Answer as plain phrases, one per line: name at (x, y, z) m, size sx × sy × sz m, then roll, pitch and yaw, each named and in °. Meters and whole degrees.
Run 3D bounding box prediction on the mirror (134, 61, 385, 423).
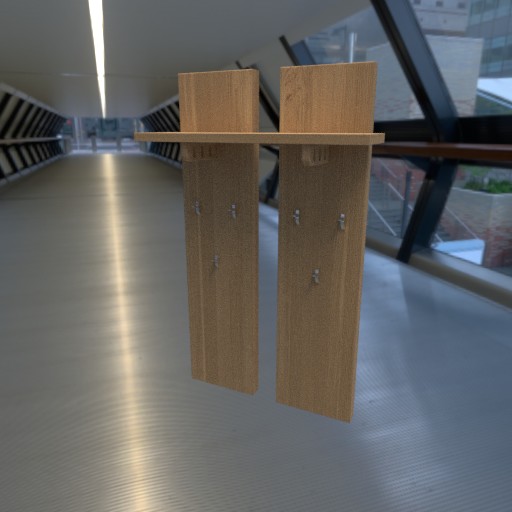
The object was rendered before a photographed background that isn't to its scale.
mirror at (0.000, 0.000, 1.569) m, size 0.800 × 1.250 × 0.260 m, roll 8°, pitch 18°, yaw 25°
